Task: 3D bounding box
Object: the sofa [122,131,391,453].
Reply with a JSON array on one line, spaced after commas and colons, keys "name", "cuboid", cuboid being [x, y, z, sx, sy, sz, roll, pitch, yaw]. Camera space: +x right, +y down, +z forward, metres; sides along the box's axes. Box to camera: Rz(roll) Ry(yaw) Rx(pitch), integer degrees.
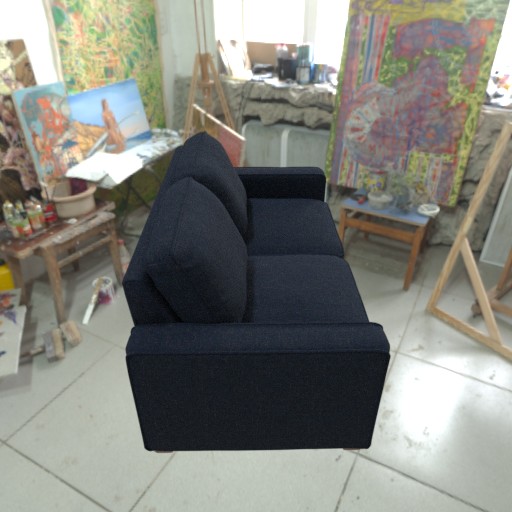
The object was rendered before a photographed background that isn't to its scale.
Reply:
[{"name": "sofa", "cuboid": [0.000, 0.000, 2.290, 0.947, 0.918, 1.709, -1, 33, -1]}]
